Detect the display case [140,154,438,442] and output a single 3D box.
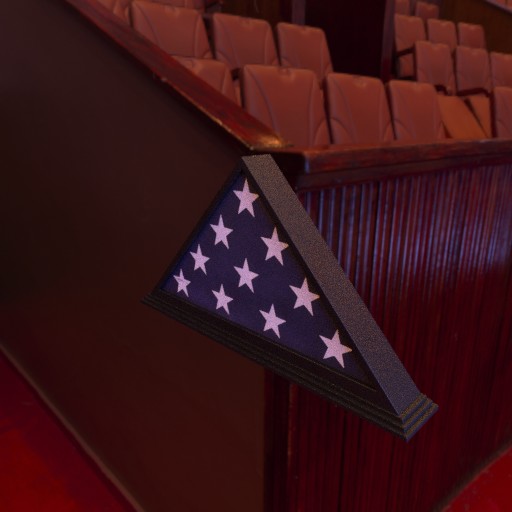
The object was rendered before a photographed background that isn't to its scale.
[{"bbox_3d":[0.000,0.000,0.766,0.640,0.340,0.095,17,24,42],"label":"display case"}]
